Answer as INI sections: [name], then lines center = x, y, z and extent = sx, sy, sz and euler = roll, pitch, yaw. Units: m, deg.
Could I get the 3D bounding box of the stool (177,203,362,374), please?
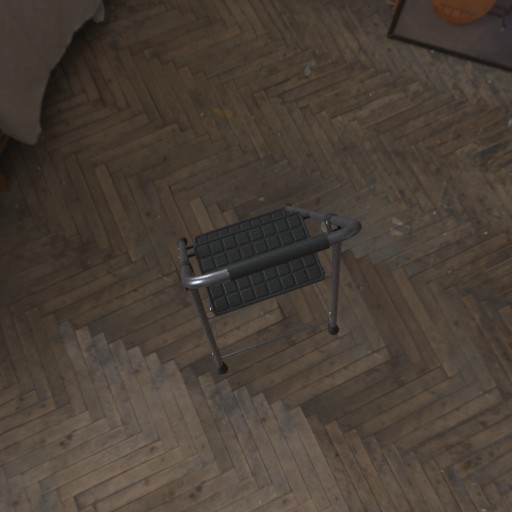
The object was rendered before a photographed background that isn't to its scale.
[stool]
center = 0.000, 0.000, 1.167
extent = 0.450, 0.872, 0.514
euler = -18, 77, -4
